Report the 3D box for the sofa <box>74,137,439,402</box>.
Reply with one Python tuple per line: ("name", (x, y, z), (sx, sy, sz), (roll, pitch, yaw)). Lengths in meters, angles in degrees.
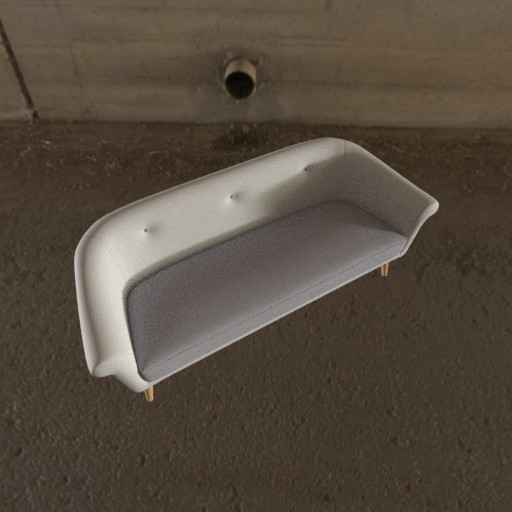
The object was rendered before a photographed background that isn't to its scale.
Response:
("sofa", (0.000, 0.000, 2.681), (2.160, 0.795, 0.827), (-24, 51, -21))
